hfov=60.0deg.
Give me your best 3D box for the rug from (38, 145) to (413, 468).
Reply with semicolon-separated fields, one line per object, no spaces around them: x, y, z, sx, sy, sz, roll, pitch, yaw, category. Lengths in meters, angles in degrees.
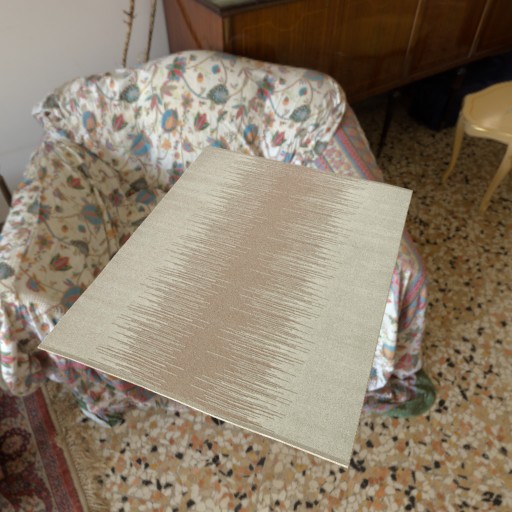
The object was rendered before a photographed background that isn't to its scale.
0.000;0.000;4.090;2.438;0.013;3.048;16;48;14;rug
